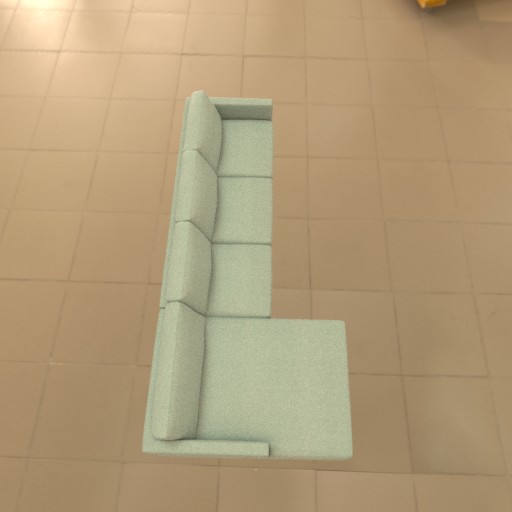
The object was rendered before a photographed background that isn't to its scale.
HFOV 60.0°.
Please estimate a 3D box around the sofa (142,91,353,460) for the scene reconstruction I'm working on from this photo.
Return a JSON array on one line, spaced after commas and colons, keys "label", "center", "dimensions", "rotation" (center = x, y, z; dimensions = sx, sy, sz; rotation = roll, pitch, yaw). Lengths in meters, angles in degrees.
[{"label": "sofa", "center": [0.000, 0.000, 4.171], "dimensions": [1.600, 0.953, 3.470], "rotation": [1, 64, 1]}]
